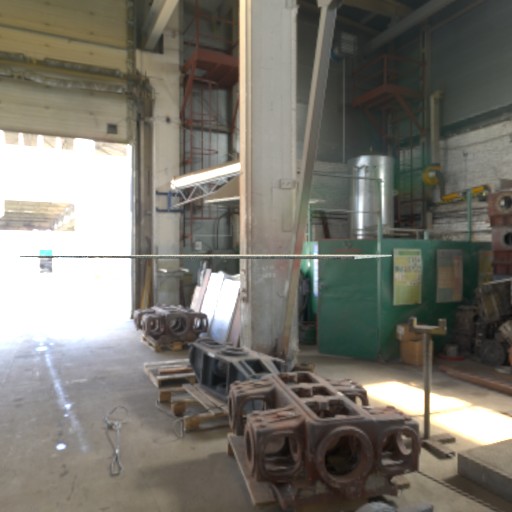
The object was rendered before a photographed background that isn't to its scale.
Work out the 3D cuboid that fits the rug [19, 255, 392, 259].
[{"bbox_3d":[0.000,0.000,2.313,1.260,0.009,1.820,0,0,20],"label":"rug"}]
